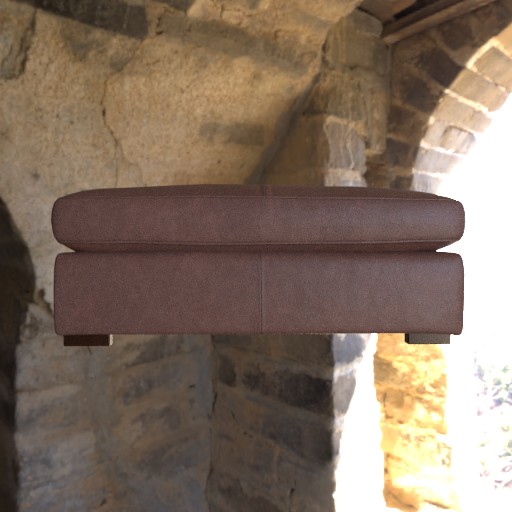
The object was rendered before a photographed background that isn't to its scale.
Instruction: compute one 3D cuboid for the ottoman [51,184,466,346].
[{"bbox_3d":[0.000,0.000,1.762,1.168,0.490,1.168,0,0,-1],"label":"ottoman"}]
